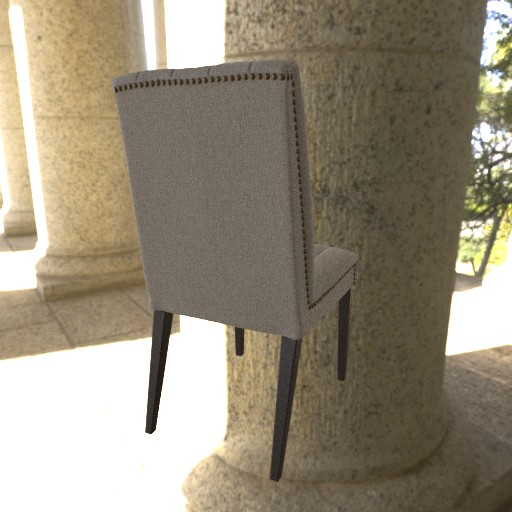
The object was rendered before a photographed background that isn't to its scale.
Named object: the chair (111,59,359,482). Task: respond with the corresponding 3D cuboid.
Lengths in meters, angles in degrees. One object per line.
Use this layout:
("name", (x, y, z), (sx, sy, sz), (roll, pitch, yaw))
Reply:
("chair", (0.000, 0.000, 1.374), (0.511, 1.016, 0.647), (7, 16, 26))
